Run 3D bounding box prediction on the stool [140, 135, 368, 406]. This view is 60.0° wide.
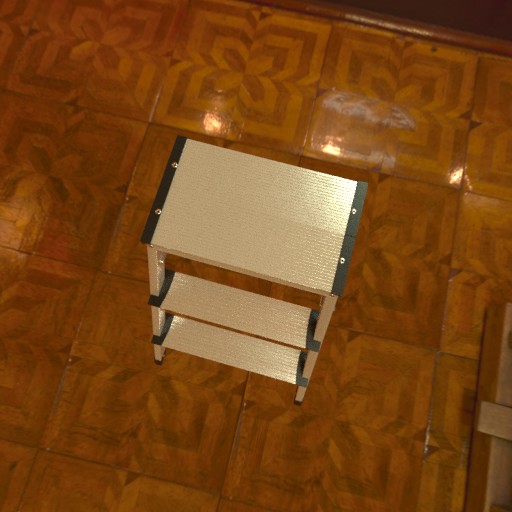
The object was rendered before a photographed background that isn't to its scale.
[{"bbox_3d":[0.000,0.000,1.040,0.437,0.605,0.622,15,76,4],"label":"stool"}]
